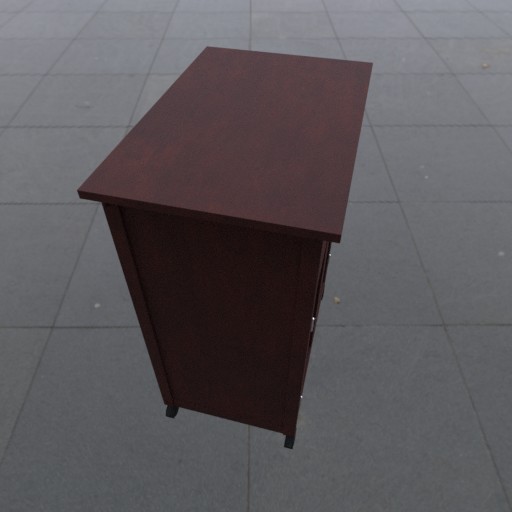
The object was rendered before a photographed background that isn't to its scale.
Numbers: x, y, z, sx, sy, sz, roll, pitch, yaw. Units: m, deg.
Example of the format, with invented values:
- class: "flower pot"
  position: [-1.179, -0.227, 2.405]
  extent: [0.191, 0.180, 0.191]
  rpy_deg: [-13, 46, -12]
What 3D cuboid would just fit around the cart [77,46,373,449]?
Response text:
- class: "cart"
  position: [0.000, 0.000, 1.241]
  extent: [0.442, 0.864, 0.683]
  rpy_deg: [10, 46, 10]
